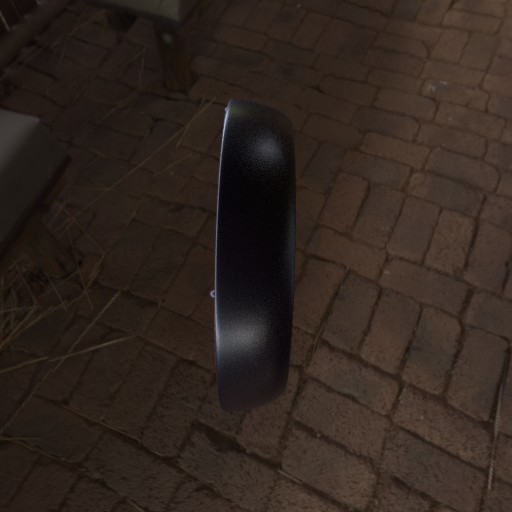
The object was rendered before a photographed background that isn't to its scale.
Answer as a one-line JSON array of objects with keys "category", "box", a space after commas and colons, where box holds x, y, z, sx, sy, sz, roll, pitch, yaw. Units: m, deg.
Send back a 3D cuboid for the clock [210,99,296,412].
[{"category": "clock", "box": [0.000, 0.000, 0.450, 0.060, 0.300, 0.300, 1, 61, 1]}]
